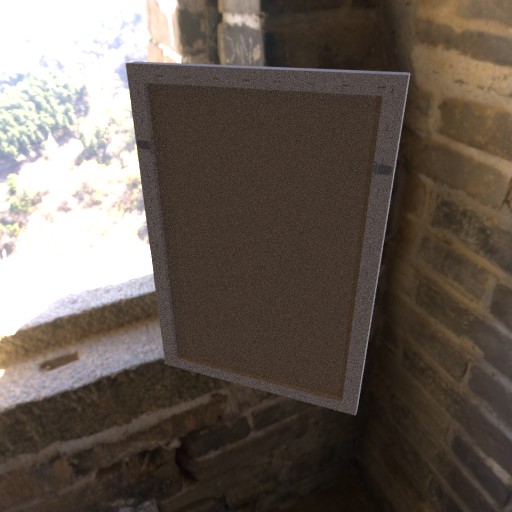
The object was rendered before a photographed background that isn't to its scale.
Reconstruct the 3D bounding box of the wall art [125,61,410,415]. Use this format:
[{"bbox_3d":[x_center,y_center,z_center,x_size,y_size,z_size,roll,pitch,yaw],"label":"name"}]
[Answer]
[{"bbox_3d":[0.000,0.000,1.161,0.624,0.914,0.043,10,31,17],"label":"wall art"}]
